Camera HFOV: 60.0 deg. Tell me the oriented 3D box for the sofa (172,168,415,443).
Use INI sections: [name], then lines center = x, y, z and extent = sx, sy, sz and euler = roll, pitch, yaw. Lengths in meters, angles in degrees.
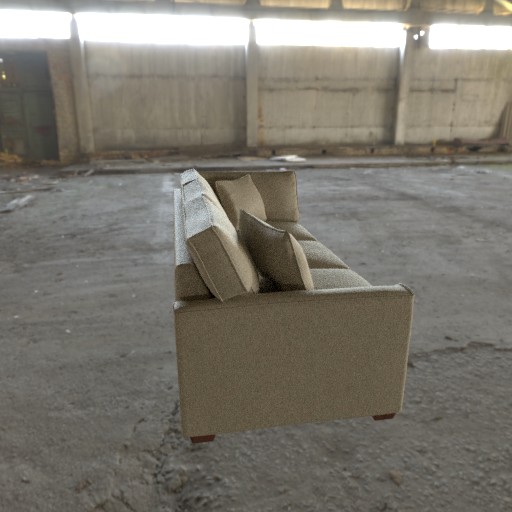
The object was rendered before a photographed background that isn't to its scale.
[sofa]
center = 0.000, 0.000, 2.899
extent = 1.061, 0.962, 2.317
euler = -3, 17, -10
